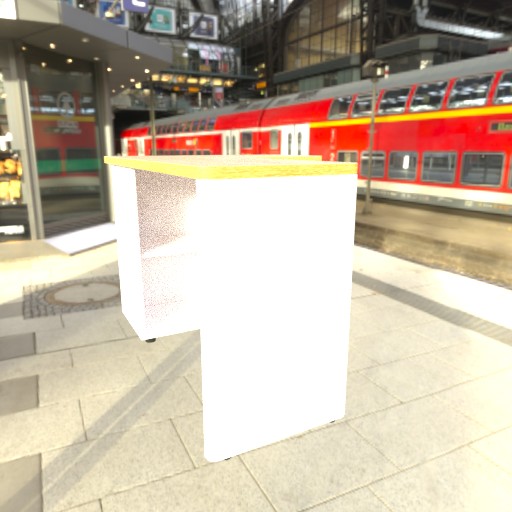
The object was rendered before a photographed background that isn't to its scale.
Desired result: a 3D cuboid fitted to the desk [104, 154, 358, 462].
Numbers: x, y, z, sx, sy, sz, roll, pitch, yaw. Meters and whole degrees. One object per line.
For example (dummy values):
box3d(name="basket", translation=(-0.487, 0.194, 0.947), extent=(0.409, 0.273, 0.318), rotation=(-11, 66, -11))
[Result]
box3d(name="desk", translation=(0.000, 0.000, 1.759), extent=(0.900, 0.760, 1.170), rotation=(-7, 16, -27))
